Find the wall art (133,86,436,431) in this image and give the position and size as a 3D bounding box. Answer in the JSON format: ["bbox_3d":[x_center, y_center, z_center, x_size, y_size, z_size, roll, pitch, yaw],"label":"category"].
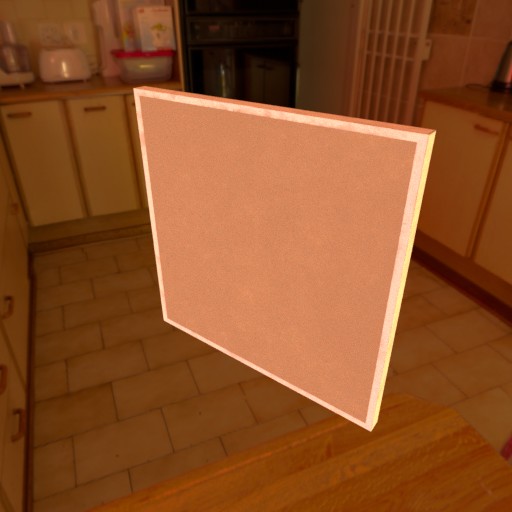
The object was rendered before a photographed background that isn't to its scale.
[{"bbox_3d":[0.000,0.000,1.152,0.760,0.757,0.038,20,36,31],"label":"wall art"}]
